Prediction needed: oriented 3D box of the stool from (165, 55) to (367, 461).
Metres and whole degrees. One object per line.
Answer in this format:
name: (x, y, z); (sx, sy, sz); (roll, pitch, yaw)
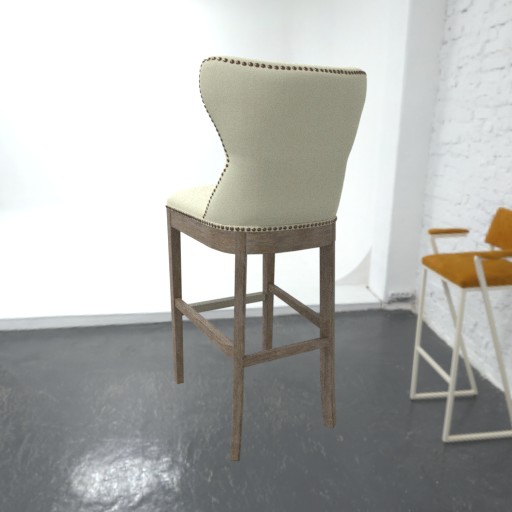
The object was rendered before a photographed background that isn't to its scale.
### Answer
stool: (0.000, 0.000, 1.455); (0.494, 1.123, 0.606); (-7, 17, -26)
